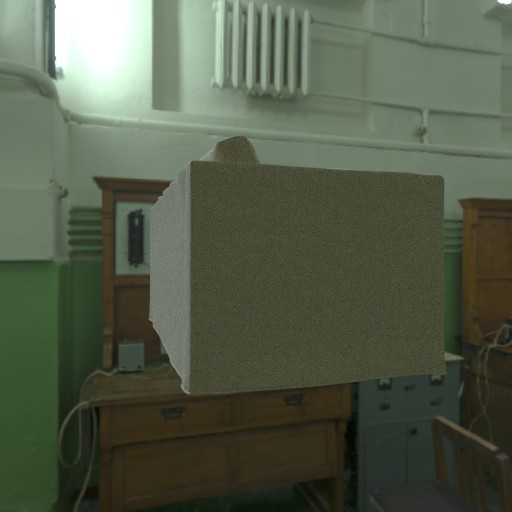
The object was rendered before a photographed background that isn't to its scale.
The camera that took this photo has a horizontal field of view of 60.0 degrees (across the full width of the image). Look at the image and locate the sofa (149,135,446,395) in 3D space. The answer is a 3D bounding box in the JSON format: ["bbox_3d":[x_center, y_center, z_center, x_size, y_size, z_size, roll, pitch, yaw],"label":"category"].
[{"bbox_3d":[0.000,0.000,2.256,0.962,0.835,1.719,0,0,-17],"label":"sofa"}]
